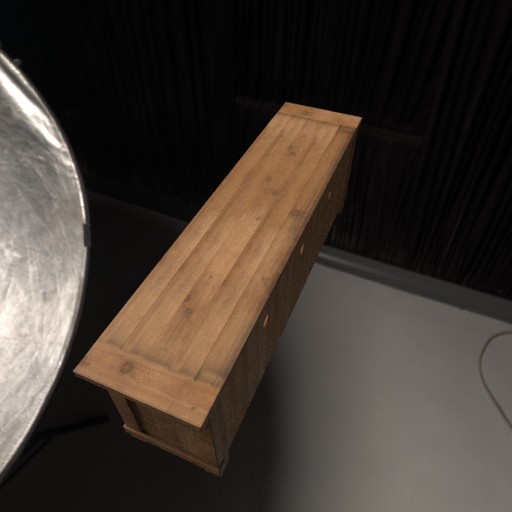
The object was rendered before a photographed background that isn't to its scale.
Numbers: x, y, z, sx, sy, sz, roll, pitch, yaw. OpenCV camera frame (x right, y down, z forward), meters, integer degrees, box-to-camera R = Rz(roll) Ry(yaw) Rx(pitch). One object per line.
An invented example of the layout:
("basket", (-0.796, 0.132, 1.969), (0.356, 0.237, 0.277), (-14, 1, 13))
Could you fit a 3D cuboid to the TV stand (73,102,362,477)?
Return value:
("TV stand", (0.000, 0.000, 2.041), (0.453, 0.573, 1.804), (17, 49, 16))
